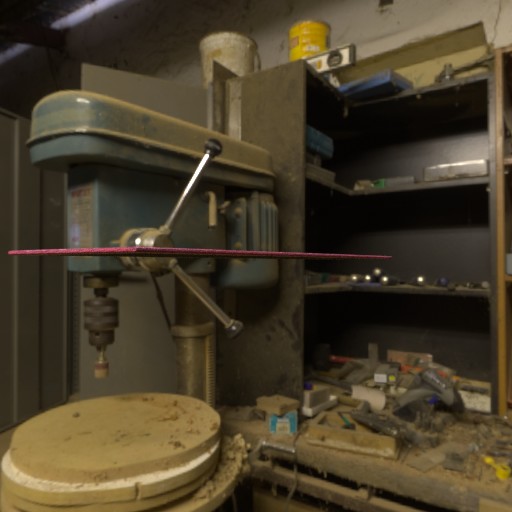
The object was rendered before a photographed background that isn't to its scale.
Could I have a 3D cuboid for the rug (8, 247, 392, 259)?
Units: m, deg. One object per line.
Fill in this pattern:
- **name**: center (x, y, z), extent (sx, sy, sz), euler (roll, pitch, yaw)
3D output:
- **rug**: center (0.000, 0.000, 2.606), extent (0.813, 0.018, 2.439), euler (-1, -1, 35)
